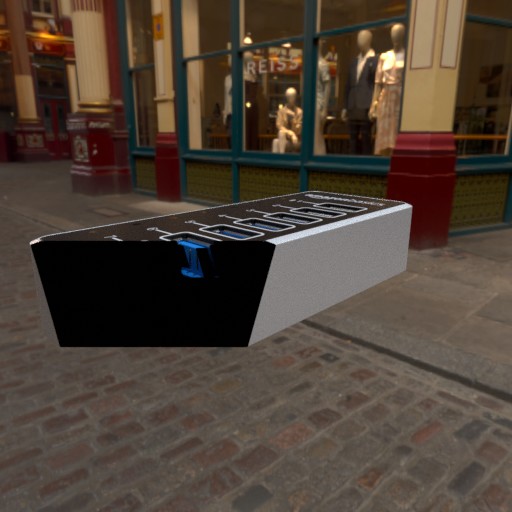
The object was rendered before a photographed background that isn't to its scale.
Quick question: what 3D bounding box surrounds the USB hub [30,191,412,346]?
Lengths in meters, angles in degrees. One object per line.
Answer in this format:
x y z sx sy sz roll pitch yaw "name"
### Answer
0.000 0.000 0.129 0.044 0.023 0.110 16 23 42 "USB hub"
